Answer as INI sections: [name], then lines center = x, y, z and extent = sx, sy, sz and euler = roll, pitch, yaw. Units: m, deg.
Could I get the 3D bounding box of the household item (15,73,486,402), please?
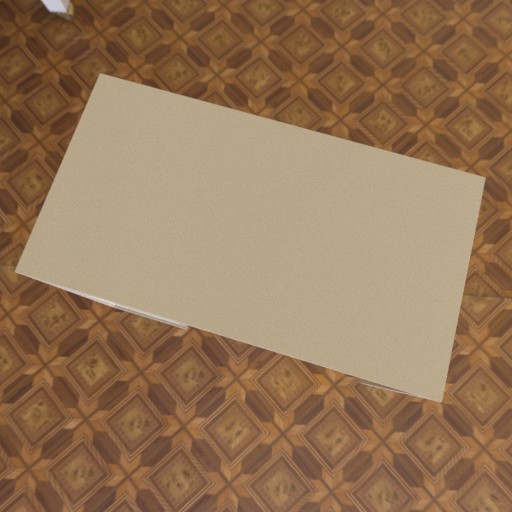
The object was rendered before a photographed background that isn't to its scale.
[household item]
center = 0.000, 0.000, 1.516
extent = 1.100, 0.749, 0.597
euler = 16, 77, 4
